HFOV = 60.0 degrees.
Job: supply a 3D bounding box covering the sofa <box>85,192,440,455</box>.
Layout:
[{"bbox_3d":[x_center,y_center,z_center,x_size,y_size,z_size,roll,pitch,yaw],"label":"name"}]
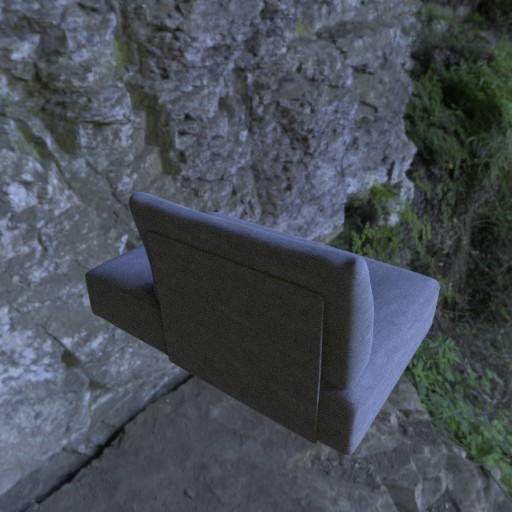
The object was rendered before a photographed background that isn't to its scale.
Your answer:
[{"bbox_3d":[0.000,0.000,2.031,1.450,0.820,1.002,19,34,31],"label":"sofa"}]
